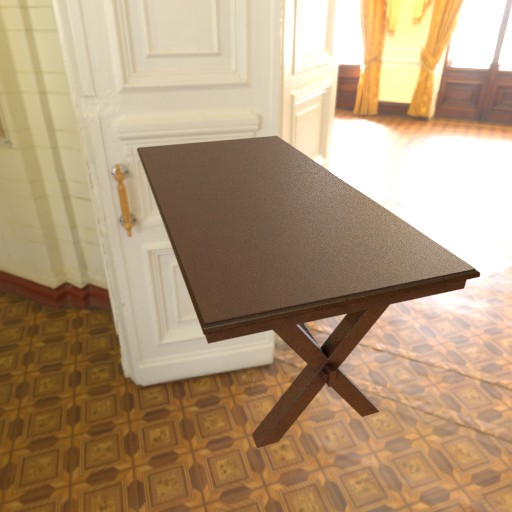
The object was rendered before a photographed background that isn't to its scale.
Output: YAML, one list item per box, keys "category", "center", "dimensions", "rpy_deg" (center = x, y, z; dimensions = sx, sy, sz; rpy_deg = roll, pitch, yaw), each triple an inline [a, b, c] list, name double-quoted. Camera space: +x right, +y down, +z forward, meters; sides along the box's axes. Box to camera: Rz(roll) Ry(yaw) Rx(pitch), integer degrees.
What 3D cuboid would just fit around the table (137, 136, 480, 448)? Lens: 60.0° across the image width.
- category: "table"
  center: [0.000, 0.000, 1.453]
  dimensions: [0.594, 0.459, 1.197]
  rpy_deg: [-9, 31, -16]
